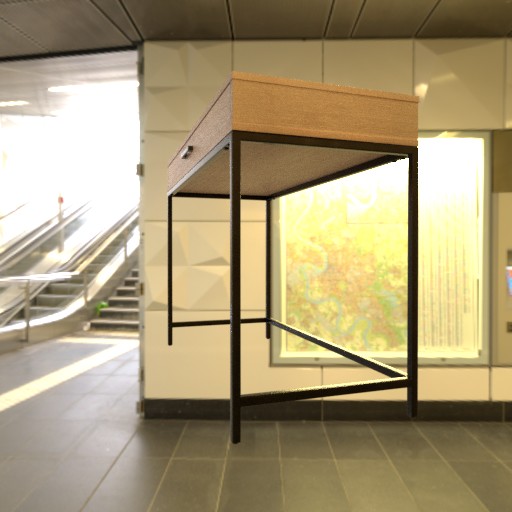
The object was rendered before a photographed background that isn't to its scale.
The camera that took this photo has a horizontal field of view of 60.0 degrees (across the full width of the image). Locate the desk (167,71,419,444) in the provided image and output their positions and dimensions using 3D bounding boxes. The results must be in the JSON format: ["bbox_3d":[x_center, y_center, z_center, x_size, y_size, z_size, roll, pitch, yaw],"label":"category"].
[{"bbox_3d":[0.000,0.000,1.454,0.470,0.762,1.016,0,1,-19],"label":"desk"}]
